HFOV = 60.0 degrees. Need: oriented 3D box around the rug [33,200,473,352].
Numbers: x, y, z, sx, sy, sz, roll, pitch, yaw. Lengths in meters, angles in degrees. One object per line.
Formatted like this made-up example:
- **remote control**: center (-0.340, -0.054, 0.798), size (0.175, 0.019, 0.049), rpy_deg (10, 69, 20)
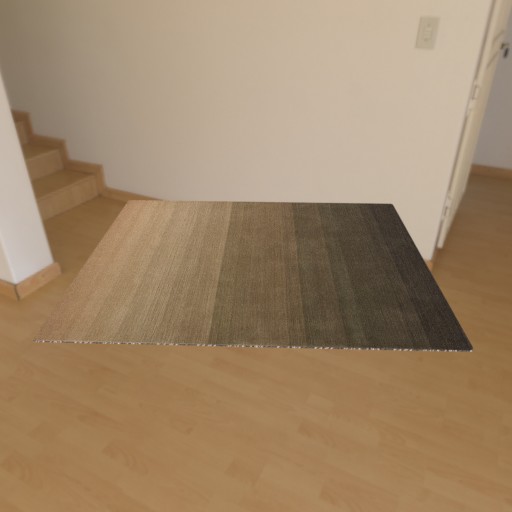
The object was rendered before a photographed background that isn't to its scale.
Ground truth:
- **rug**: center (0.000, 0.000, 3.881), size (2.902, 0.017, 2.306), rpy_deg (1, 31, 2)
